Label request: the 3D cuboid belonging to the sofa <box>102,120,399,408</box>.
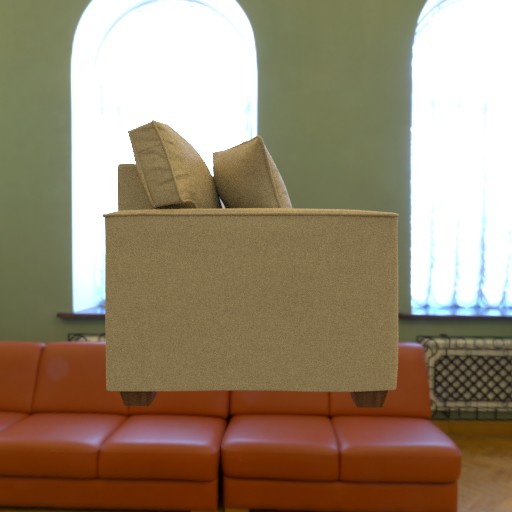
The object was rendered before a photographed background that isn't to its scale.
[{"bbox_3d":[0.000,0.000,2.124,0.991,0.989,1.388,0,1,1],"label":"sofa"}]
